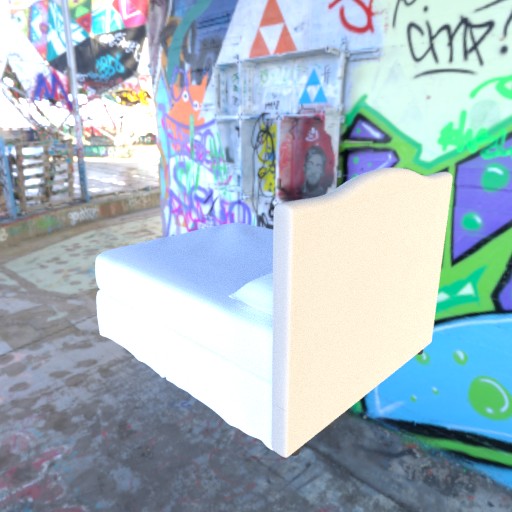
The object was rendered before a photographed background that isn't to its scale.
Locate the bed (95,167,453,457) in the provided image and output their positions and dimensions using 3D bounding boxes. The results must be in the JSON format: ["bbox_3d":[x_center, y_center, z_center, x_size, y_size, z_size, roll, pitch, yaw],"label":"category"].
[{"bbox_3d":[0.000,0.000,3.220,2.052,1.398,1.678,16,23,42],"label":"bed"}]
